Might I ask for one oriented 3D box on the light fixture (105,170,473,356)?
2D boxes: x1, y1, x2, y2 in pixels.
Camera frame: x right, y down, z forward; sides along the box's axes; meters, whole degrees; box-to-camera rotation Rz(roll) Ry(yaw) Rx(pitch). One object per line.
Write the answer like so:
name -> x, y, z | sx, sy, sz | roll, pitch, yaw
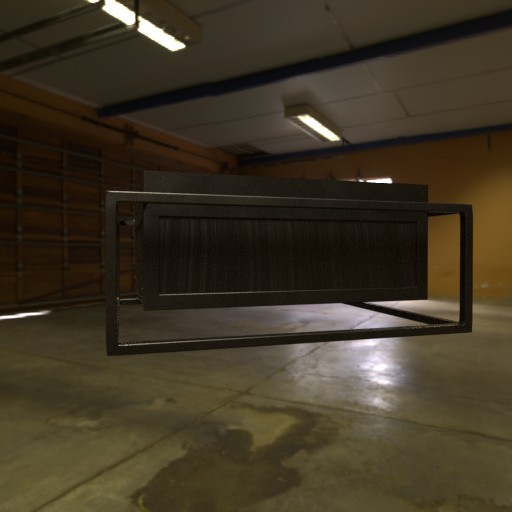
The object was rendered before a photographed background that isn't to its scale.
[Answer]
light fixture -> 0.000, 0.000, 0.709 | 0.441, 0.191, 0.441 | 0, 1, -17
